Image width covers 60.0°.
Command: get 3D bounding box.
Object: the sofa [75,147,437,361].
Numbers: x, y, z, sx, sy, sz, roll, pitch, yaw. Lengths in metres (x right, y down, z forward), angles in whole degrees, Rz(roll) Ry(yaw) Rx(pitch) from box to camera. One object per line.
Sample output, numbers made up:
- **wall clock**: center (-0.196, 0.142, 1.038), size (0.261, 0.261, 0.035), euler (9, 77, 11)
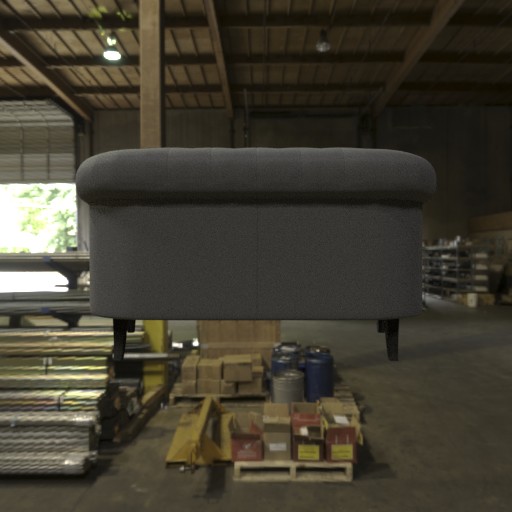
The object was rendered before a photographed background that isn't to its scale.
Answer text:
- **sofa**: center (0.000, 0.000, 2.014), size (1.558, 0.827, 0.835), euler (0, 0, 0)
